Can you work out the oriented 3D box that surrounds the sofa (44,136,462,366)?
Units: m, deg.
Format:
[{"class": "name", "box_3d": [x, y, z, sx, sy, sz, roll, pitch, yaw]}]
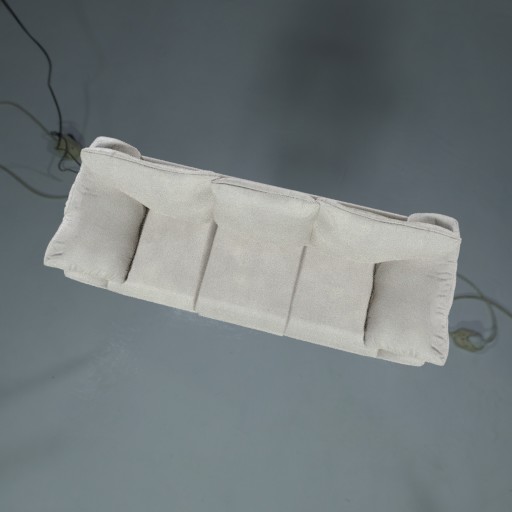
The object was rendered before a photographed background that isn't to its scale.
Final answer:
[{"class": "sofa", "box_3d": [0.000, 0.000, 2.827, 2.334, 0.996, 0.878, 14, 76, 3]}]
